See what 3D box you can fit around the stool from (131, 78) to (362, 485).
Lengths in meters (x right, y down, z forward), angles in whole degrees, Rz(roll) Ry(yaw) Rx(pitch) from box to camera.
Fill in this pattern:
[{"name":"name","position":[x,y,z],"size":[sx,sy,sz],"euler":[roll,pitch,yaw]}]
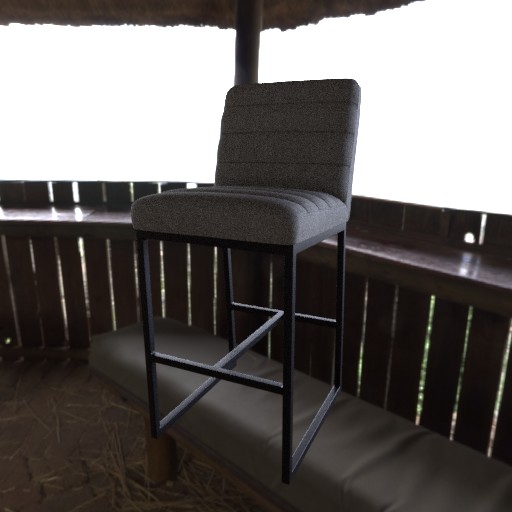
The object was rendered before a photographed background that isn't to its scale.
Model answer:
[{"name":"stool","position":[0.000,0.000,1.317],"size":[0.459,1.034,0.571],"euler":[7,16,25]}]
